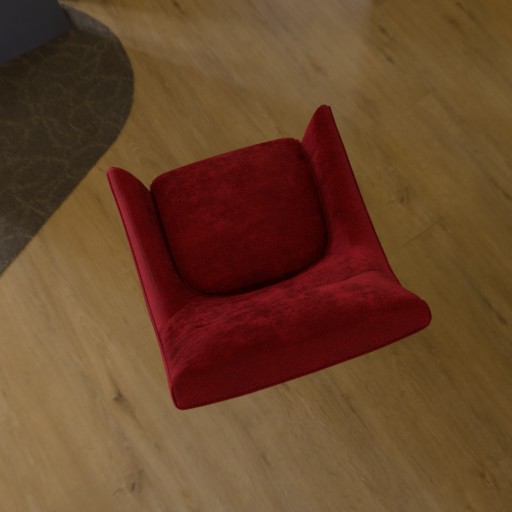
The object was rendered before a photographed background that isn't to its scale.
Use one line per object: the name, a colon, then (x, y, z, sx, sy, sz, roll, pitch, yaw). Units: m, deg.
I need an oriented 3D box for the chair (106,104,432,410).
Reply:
chair: (0.000, 0.000, 1.466, 0.762, 0.838, 0.787, -18, 76, -4)
